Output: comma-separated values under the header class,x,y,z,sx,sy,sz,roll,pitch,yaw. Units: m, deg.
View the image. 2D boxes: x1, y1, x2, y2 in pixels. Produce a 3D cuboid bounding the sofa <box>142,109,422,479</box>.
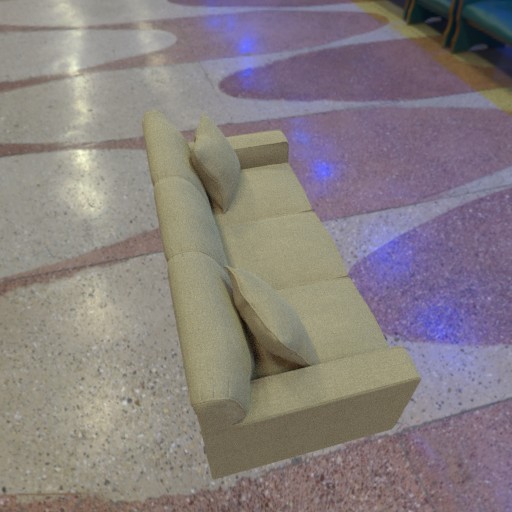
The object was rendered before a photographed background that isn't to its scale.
class,x,y,z,sx,sy,sz,roll,pitch,yaw
sofa,0.000,0.000,2.559,0.997,0.958,2.024,-11,48,-10
